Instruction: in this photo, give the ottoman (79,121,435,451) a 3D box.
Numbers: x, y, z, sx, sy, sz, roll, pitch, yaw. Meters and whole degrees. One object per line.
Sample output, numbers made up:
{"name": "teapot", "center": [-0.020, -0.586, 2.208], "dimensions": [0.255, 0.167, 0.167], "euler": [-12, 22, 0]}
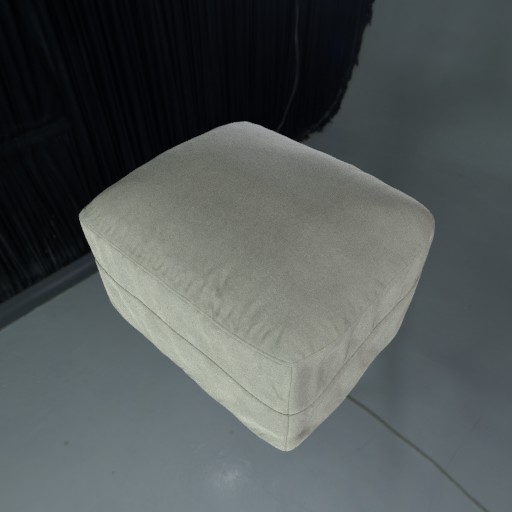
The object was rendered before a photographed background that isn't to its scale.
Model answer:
{"name": "ottoman", "center": [0.000, 0.000, 1.128], "dimensions": [0.712, 0.480, 0.584], "euler": [33, 55, 28]}
